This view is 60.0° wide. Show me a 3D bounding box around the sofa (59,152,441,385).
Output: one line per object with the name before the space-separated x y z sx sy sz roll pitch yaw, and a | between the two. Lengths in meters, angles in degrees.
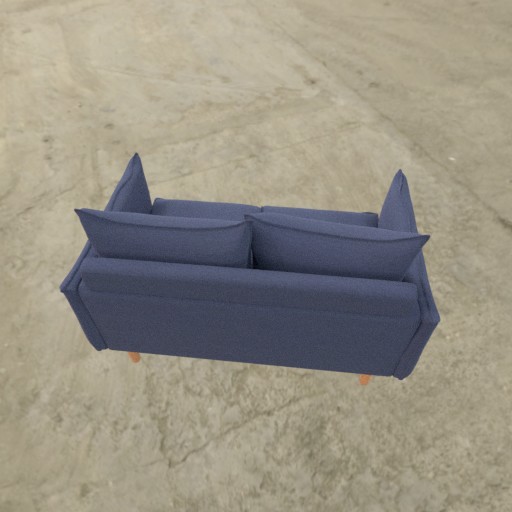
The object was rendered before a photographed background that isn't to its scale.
sofa | 0.000 0.000 1.878 1.300 0.840 0.820 4 47 4
